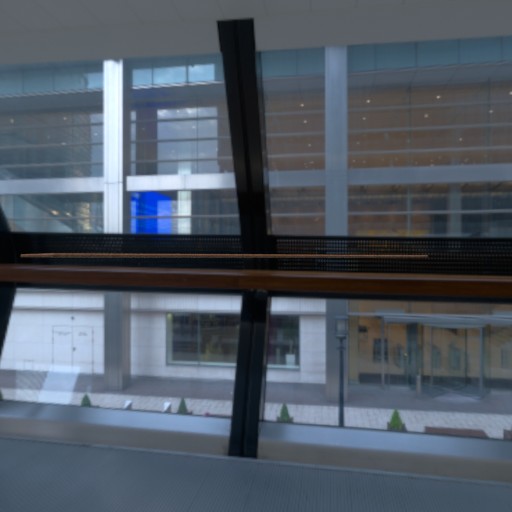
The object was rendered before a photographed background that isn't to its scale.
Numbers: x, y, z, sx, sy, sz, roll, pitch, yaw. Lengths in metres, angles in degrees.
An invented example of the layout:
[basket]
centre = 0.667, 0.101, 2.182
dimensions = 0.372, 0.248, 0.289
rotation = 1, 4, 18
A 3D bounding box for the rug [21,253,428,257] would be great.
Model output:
[rug]
centre = 0.000, 0.000, 2.683
dimensions = 2.439, 0.017, 0.764
rotation = 0, 0, -36
